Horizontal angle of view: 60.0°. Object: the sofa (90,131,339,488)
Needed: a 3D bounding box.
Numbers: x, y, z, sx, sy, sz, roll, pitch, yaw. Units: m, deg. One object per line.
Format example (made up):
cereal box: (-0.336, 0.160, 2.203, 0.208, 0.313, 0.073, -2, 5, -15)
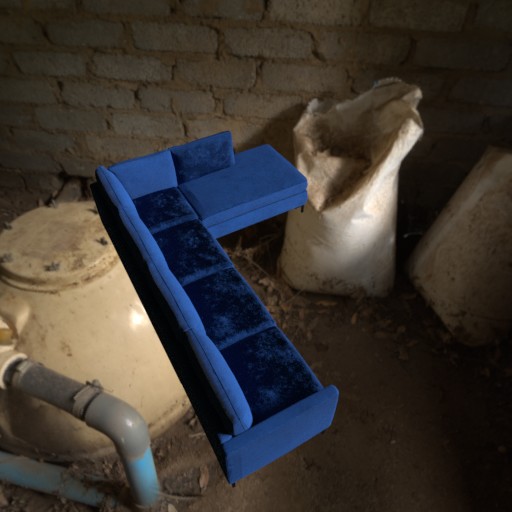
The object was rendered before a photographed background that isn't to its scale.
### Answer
sofa: (0.000, 0.000, 3.218, 1.707, 0.687, 2.486, -22, 50, -20)
